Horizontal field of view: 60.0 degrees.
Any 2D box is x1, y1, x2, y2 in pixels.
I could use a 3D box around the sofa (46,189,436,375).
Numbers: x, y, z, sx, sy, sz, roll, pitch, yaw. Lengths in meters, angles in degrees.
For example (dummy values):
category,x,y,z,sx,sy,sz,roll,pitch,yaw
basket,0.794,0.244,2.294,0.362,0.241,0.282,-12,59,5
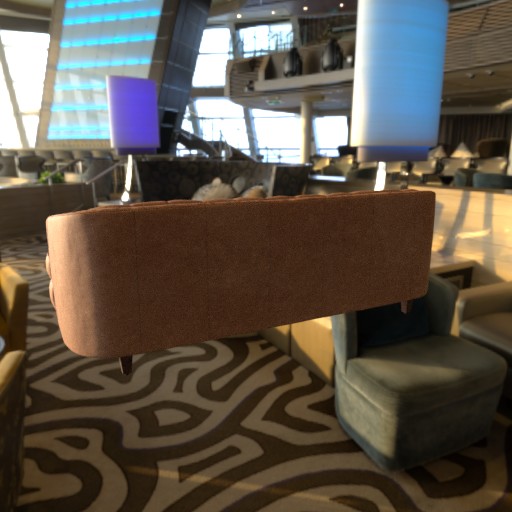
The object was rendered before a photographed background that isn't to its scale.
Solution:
category,x,y,z,sx,sy,sz,roll,pitch,yaw
sofa,0.000,0.000,2.649,2.257,0.791,0.922,-7,15,-26
